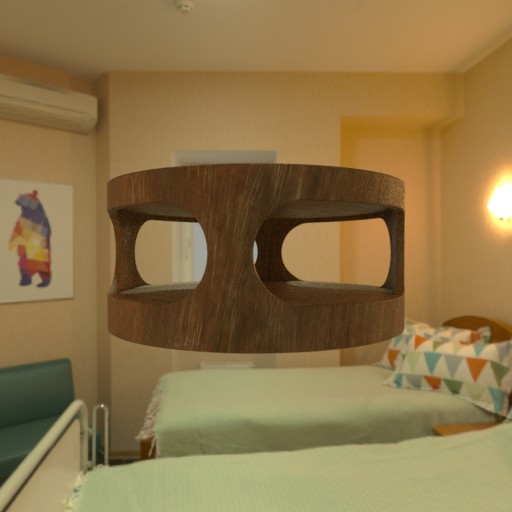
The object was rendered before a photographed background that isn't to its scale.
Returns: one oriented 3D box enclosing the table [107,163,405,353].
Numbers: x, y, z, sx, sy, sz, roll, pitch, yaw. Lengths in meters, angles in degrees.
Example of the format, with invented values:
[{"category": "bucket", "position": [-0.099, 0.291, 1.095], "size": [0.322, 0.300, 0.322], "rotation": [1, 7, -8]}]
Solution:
[{"category": "table", "position": [0.000, 0.000, 1.532], "size": [0.974, 0.450, 0.974], "rotation": [0, 1, 0]}]
